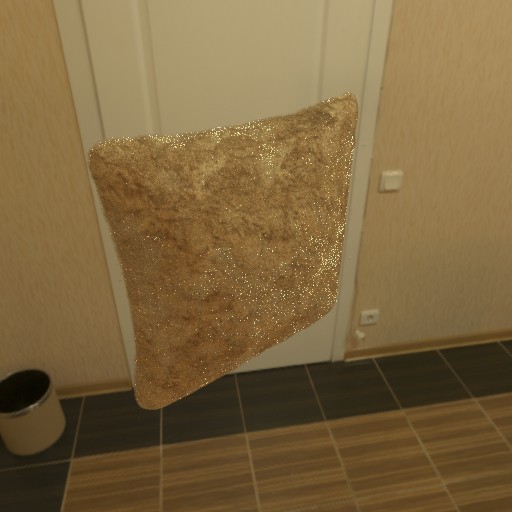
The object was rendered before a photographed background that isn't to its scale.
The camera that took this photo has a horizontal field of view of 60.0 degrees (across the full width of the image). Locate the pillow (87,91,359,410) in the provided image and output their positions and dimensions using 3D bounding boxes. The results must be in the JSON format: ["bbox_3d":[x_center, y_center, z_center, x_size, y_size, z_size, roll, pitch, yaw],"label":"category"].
[{"bbox_3d":[0.000,0.000,0.832,0.538,0.525,0.216,-23,38,-33],"label":"pillow"}]
